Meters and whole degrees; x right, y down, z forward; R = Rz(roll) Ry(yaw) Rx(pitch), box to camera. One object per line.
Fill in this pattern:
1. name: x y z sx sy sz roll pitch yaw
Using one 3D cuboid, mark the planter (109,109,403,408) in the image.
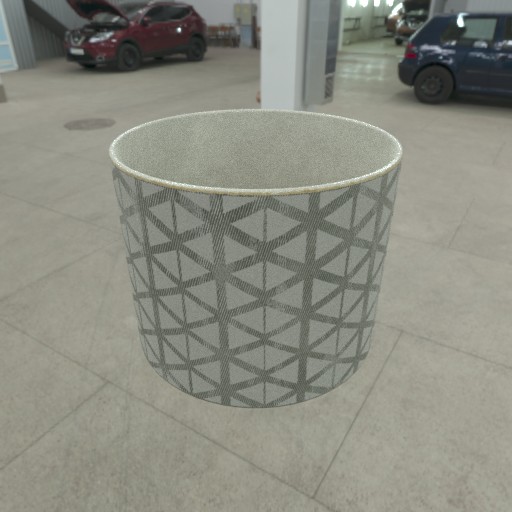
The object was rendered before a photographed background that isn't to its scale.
1. planter: 0.000 0.000 0.450 0.250 0.239 0.250 0 30 0
